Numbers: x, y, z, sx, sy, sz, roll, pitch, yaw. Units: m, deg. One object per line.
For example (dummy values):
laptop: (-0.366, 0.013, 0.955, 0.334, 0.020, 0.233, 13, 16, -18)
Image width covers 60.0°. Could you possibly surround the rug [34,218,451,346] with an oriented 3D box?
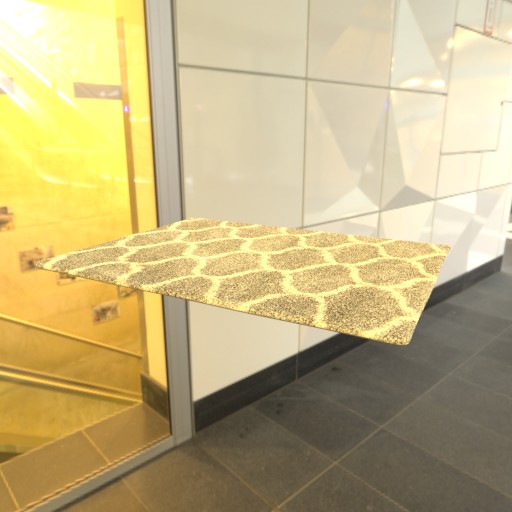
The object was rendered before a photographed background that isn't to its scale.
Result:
rug: (0.000, 0.000, 2.101, 1.600, 0.025, 1.200, 8, 18, 27)
